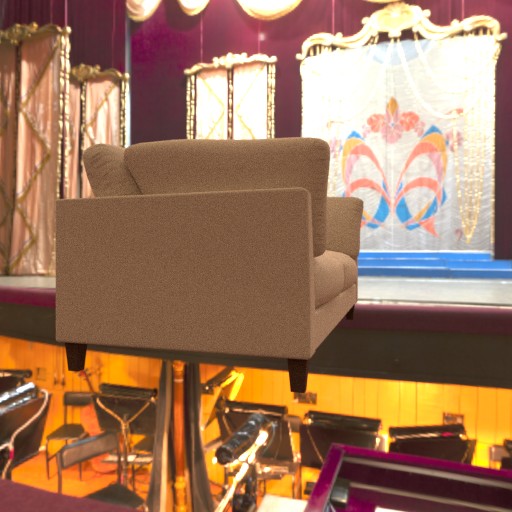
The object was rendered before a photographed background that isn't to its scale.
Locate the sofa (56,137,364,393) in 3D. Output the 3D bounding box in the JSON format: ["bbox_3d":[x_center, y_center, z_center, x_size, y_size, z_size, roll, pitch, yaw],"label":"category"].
[{"bbox_3d":[0.000,0.000,2.264,0.970,0.836,1.776,0,0,18],"label":"sofa"}]
